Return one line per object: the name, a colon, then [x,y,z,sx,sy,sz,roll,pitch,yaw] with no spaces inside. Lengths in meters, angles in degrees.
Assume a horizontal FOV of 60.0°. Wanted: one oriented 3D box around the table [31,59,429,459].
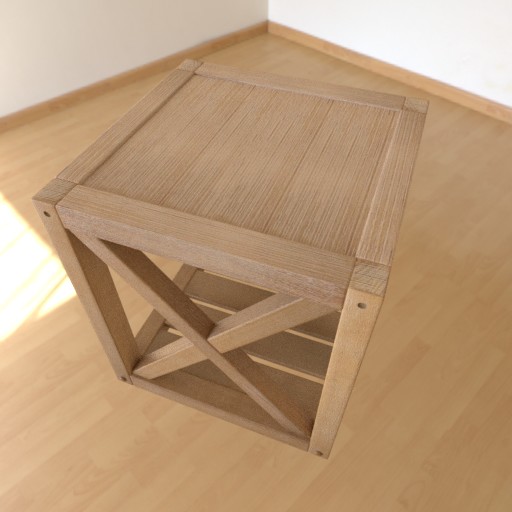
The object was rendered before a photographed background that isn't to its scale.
table: [0.000,0.000,1.029,0.559,0.610,0.558,16,49,14]
